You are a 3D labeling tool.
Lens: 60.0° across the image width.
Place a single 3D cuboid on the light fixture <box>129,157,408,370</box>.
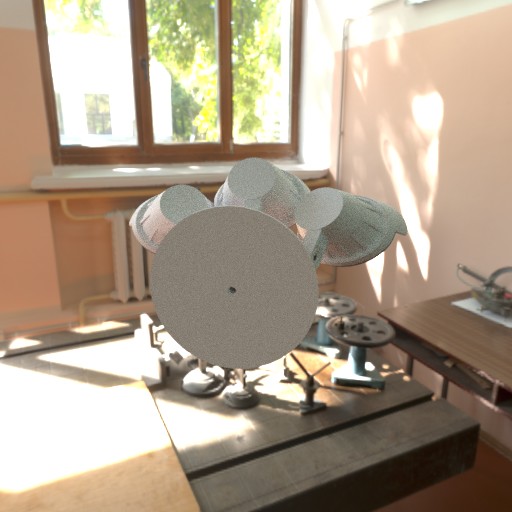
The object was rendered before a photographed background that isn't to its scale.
[{"bbox_3d":[0.000,0.000,0.546,0.369,0.237,0.278,3,16,9],"label":"light fixture"}]
